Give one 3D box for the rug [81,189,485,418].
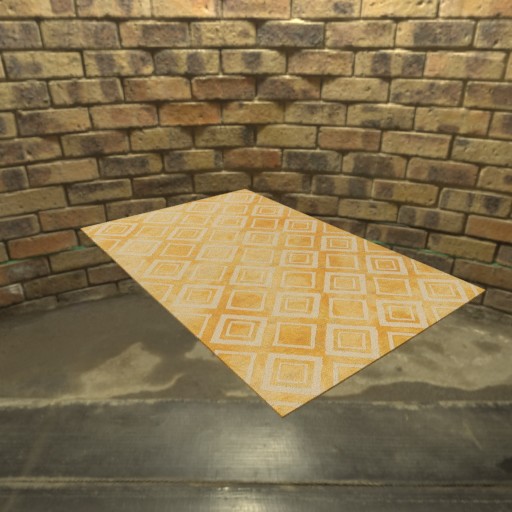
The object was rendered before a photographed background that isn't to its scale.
[{"bbox_3d":[0.000,0.000,2.310,1.213,0.010,1.829,-19,33,-33],"label":"rug"}]
